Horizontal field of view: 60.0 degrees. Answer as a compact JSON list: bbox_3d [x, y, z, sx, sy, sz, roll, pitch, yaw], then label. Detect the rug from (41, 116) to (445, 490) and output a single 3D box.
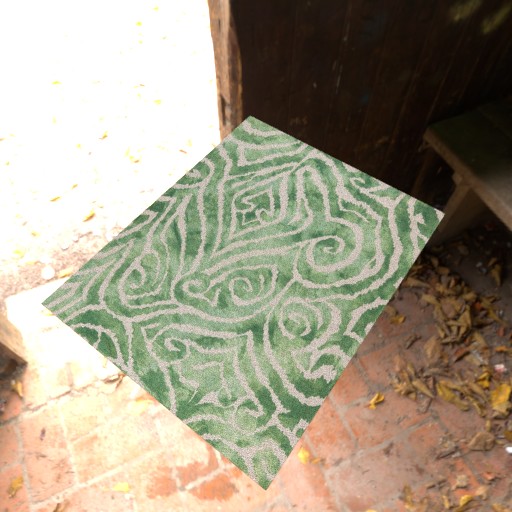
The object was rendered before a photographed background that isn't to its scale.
[{"bbox_3d":[0.000,0.000,4.148,2.436,0.007,3.045,32,63,19],"label":"rug"}]
